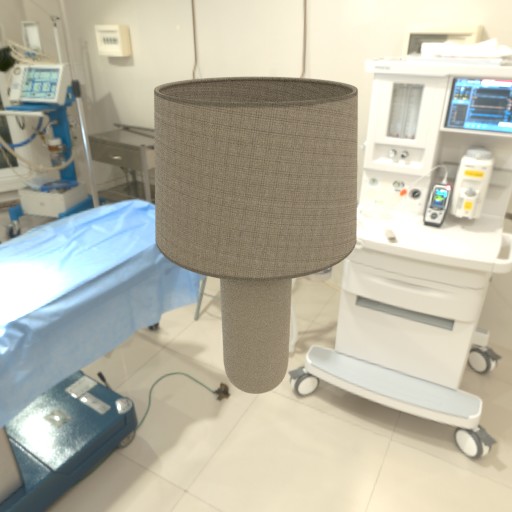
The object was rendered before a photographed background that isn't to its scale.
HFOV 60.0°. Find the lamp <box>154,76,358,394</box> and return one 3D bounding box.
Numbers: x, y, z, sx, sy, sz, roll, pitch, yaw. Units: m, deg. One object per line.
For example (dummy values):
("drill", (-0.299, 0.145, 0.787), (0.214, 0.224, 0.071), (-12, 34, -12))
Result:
("lamp", (0.000, 0.000, 0.848), (0.367, 0.609, 0.367), (0, 28, 0))
